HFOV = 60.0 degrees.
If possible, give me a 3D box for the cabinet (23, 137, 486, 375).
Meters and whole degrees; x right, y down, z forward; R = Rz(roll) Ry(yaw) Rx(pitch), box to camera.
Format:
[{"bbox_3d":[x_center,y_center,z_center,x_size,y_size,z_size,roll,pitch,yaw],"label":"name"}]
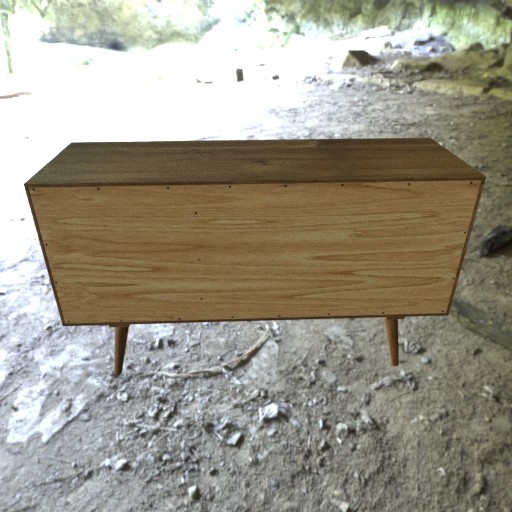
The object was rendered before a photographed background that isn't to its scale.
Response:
[{"bbox_3d":[0.000,0.000,1.741,1.400,0.800,0.472,-1,30,-2],"label":"cabinet"}]
